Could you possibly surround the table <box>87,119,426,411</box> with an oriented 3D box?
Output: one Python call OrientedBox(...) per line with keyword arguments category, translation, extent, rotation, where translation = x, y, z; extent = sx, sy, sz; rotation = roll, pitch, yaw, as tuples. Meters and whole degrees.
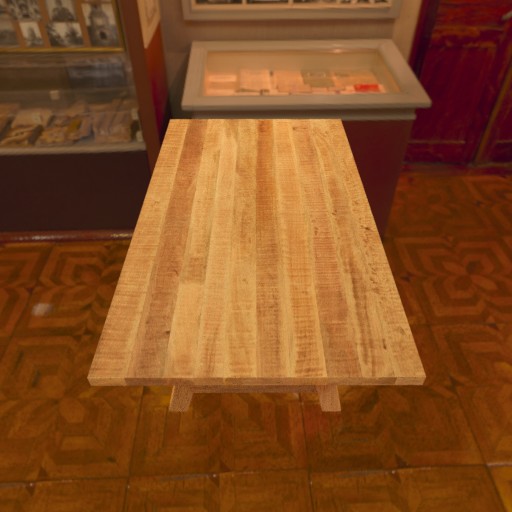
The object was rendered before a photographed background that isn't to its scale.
OrientedBox(category="table", translation=(0.000, 0.000, 1.635), extent=(0.760, 0.455, 1.320), rotation=(0, 42, 0))
